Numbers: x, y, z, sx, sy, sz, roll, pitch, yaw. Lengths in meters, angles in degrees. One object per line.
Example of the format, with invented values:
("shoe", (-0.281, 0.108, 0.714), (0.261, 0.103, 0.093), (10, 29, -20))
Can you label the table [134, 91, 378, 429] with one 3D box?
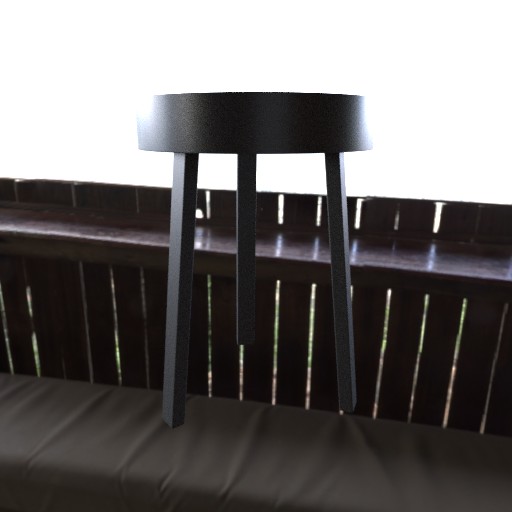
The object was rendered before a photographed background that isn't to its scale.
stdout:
("table", (0.000, 0.000, 0.843), (0.406, 0.559, 0.406), (0, 16, 0))
